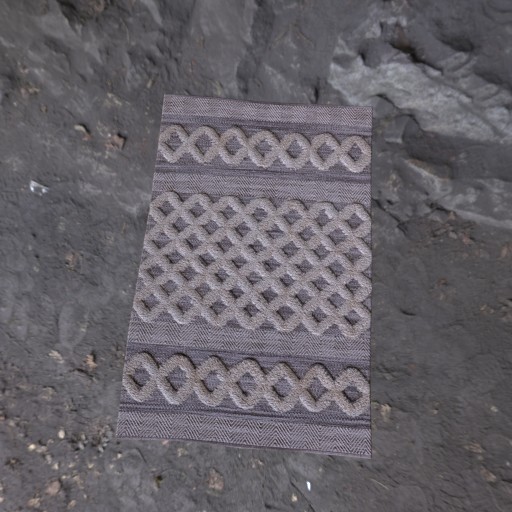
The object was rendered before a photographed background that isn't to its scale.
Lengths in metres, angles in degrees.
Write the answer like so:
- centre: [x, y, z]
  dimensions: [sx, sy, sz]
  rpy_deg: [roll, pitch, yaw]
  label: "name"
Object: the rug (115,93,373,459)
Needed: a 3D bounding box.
- centre: [0.000, 0.000, 2.880]
  dimensions: [1.513, 0.033, 2.333]
  rpy_deg: [4, 75, 1]
  label: "rug"
